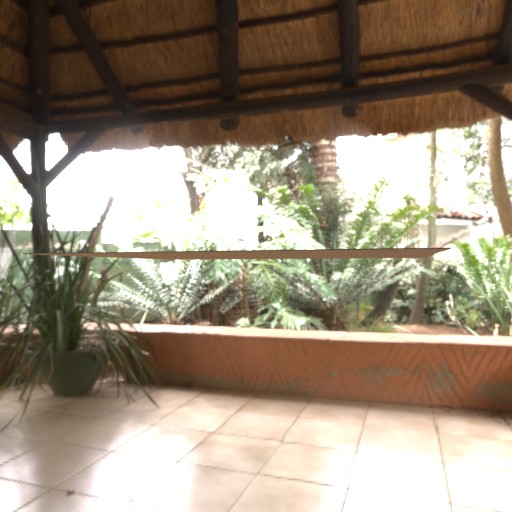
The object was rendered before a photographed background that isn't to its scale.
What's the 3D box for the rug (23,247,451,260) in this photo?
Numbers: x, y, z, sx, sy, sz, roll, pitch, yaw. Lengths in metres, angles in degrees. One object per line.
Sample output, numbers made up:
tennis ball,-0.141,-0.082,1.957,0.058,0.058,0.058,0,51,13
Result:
rug,0.000,0.000,4.247,3.200,0.007,2.443,-1,-2,18
